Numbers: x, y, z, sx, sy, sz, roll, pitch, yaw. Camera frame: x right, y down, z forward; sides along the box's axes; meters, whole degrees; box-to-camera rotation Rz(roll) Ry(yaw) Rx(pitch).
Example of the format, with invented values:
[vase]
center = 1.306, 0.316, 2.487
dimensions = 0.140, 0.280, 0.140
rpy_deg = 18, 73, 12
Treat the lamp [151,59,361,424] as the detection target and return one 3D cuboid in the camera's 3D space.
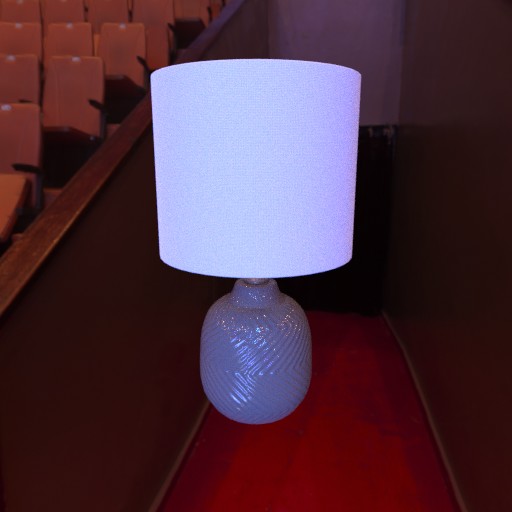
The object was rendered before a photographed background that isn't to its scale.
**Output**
[lamp]
center = 0.000, 0.000, 0.489
dimensions = 0.207, 0.366, 0.207
rpy_deg = 2, 14, 8
